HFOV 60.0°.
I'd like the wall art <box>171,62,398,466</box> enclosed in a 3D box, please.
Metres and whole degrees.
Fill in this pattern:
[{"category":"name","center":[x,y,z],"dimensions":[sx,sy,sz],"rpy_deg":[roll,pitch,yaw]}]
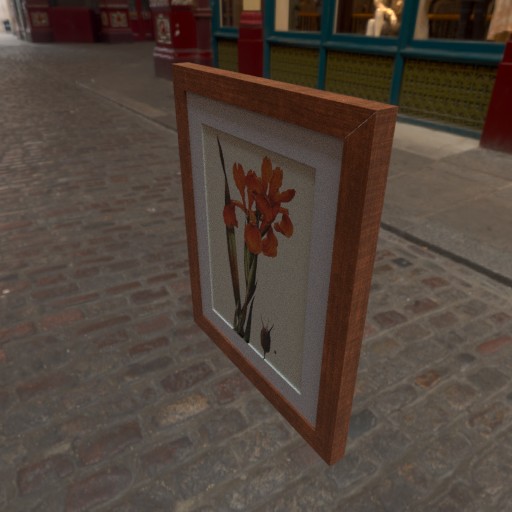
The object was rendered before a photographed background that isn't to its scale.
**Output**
[{"category":"wall art","center":[0.000,0.000,0.759],"dimensions":[0.033,0.567,0.467],"rpy_deg":[-19,35,-30]}]
